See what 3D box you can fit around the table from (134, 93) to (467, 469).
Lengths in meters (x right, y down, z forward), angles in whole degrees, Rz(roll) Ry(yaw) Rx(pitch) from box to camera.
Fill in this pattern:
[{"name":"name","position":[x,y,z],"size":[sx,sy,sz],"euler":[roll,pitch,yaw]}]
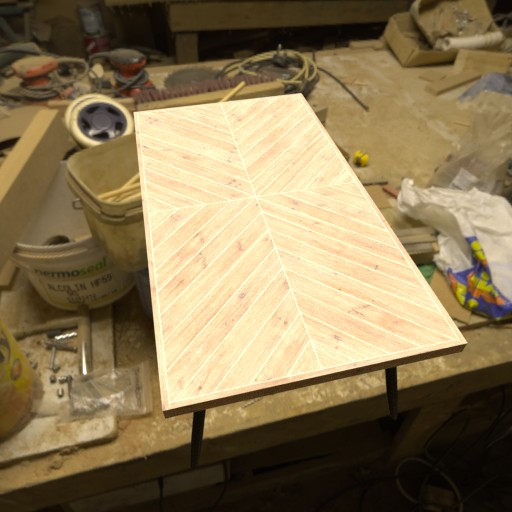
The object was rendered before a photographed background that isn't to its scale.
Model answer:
[{"name":"table","position":[0.000,0.000,2.251],"size":[0.991,0.762,1.803],"euler":[-10,47,-9]}]
